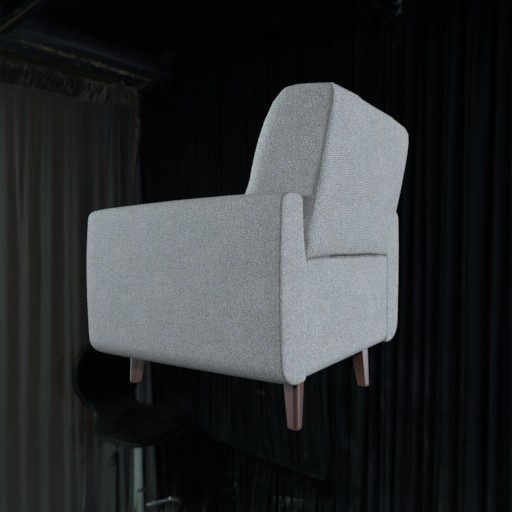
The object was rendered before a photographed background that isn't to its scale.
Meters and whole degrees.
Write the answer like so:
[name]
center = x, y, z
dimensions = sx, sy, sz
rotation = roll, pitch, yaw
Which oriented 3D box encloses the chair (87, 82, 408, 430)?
[chair]
center = 0.000, 0.000, 1.650
dimensions = 0.942, 0.968, 0.845
rotation = 1, 2, 37
